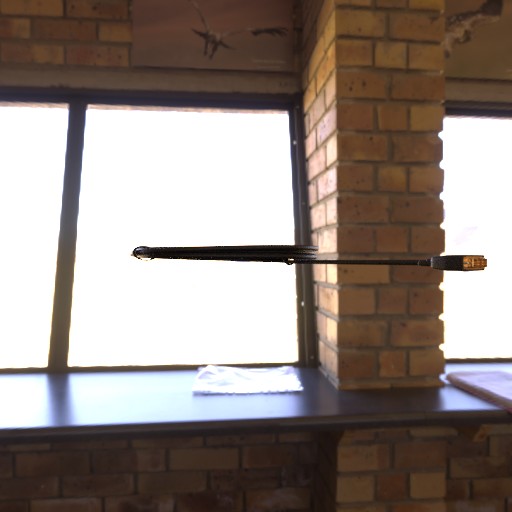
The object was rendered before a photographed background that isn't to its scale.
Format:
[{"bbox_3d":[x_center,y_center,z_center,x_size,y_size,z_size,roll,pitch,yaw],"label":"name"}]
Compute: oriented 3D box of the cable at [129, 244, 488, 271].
[{"bbox_3d":[0.000,0.000,0.523,0.257,0.030,0.422,0,-1,-37],"label":"cable"}]
